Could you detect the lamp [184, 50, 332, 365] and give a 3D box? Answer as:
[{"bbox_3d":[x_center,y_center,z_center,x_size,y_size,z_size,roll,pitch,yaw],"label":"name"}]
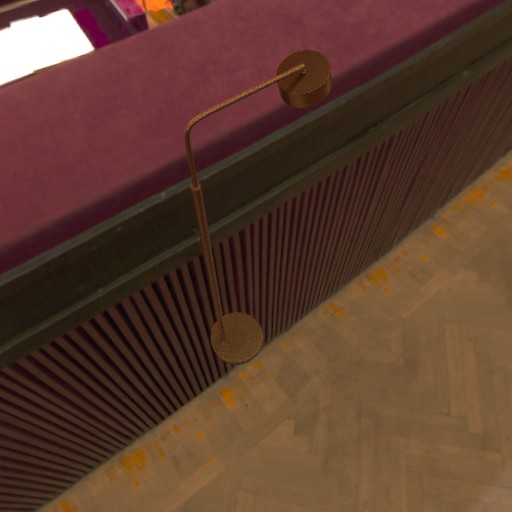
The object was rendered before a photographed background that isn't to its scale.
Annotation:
[{"bbox_3d":[0.000,0.000,1.403,0.418,1.230,0.219,-31,64,-17],"label":"lamp"}]
